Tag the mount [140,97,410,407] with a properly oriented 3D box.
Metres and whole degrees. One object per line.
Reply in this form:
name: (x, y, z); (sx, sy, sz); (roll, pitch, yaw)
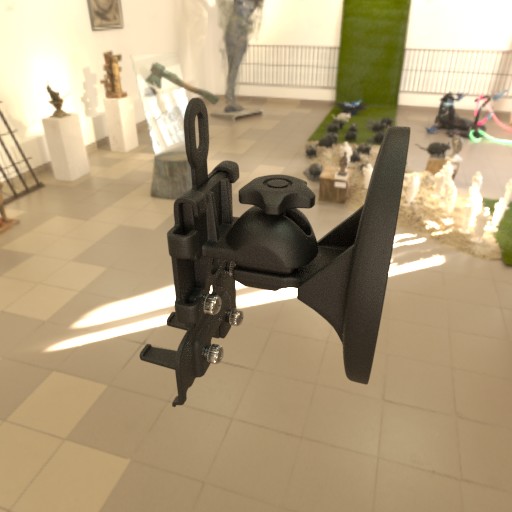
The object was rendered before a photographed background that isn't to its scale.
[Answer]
mount: (0.000, 0.000, 0.176); (0.100, 0.118, 0.066); (9, 31, 15)
